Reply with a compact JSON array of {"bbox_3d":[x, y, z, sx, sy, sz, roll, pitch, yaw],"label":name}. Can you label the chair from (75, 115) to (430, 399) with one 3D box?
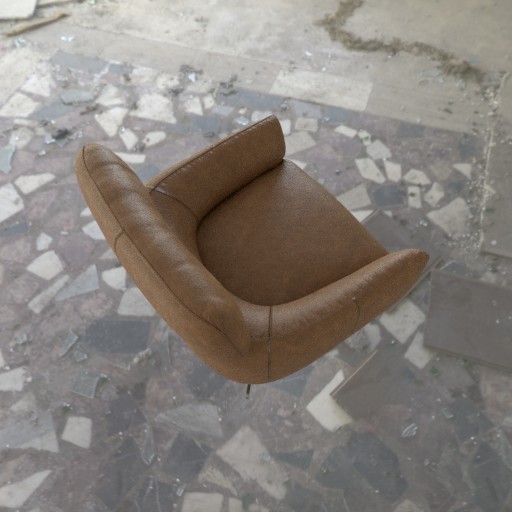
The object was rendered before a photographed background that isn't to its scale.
[{"bbox_3d":[0.000,0.000,1.315,0.715,0.812,0.706,-32,63,-18],"label":"chair"}]
